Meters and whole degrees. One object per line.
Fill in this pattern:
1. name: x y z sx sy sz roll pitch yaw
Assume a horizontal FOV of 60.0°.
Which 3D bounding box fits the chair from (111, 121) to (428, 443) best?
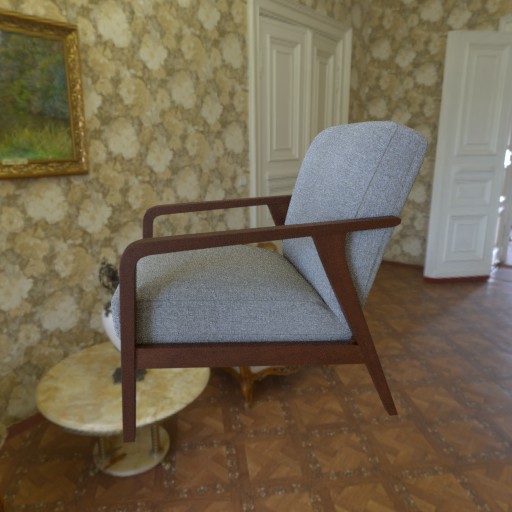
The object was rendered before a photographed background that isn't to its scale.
1. chair: 0.000 0.000 1.470 0.858 0.847 0.704 -2 14 -9
